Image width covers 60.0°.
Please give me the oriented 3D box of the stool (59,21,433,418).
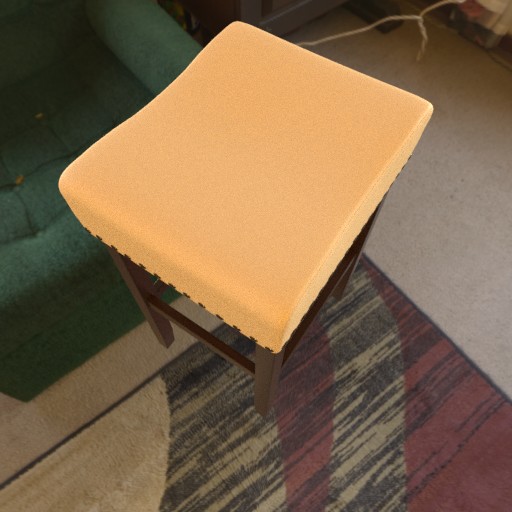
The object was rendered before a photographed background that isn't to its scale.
[{"bbox_3d":[0.000,0.000,1.002,0.401,0.762,0.471,31,65,16],"label":"stool"}]
